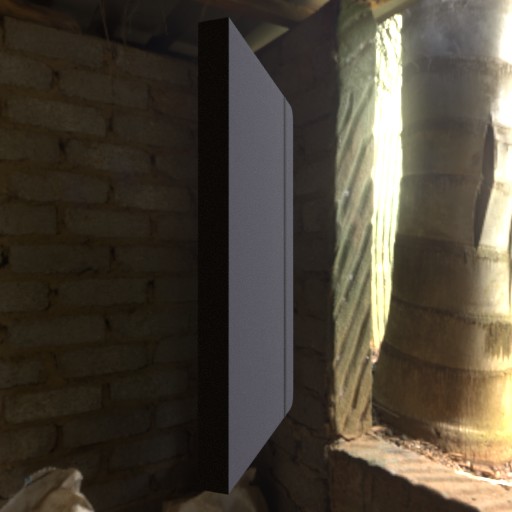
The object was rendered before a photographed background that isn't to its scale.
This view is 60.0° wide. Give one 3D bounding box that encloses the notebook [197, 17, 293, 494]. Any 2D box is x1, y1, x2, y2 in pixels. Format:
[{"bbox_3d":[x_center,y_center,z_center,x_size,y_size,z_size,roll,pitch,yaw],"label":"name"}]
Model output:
[{"bbox_3d":[0.000,0.000,0.259,0.016,0.213,0.127,0,-1,18],"label":"notebook"}]
